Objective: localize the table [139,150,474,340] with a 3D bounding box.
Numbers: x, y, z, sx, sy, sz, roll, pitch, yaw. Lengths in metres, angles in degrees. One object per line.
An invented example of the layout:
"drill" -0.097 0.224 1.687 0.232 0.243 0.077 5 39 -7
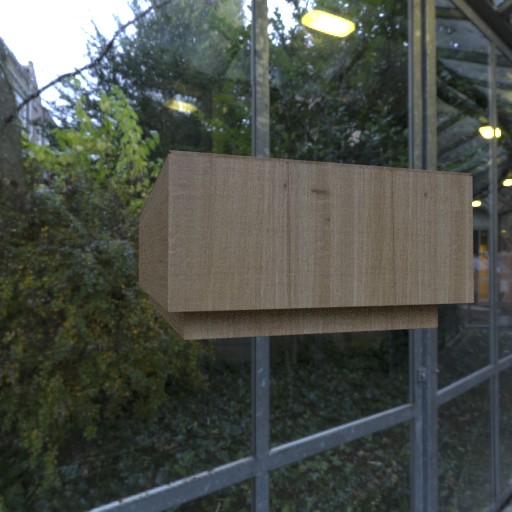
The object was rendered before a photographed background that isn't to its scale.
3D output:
"table" 0.000 0.000 1.426 0.678 0.353 1.110 0 -1 -17
